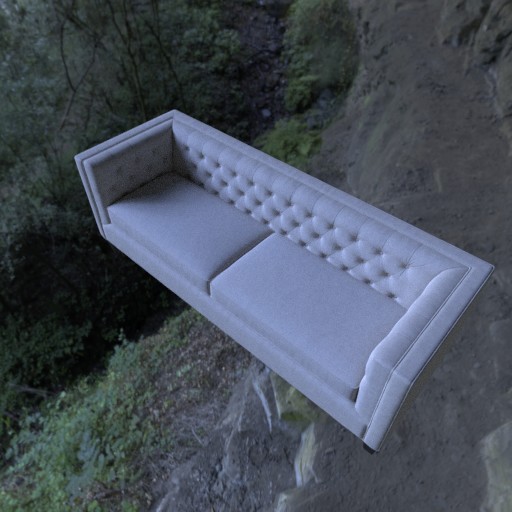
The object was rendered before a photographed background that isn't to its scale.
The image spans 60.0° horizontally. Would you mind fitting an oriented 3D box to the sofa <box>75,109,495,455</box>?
[{"bbox_3d":[0.000,0.000,2.521,2.159,0.762,0.775,33,54,28],"label":"sofa"}]
